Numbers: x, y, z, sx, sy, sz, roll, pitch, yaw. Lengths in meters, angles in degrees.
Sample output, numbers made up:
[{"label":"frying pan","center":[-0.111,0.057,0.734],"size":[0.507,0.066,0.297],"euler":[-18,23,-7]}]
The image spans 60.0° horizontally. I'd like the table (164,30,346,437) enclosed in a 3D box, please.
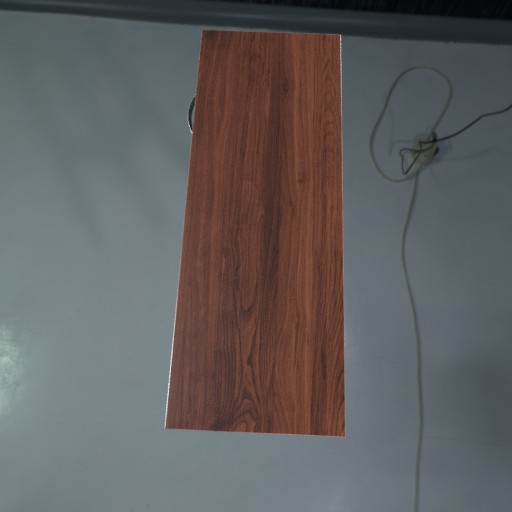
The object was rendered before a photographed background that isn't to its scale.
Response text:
[{"label":"table","center":[0.000,0.000,1.349],"size":[0.380,0.790,0.930],"euler":[2,74,1]}]
